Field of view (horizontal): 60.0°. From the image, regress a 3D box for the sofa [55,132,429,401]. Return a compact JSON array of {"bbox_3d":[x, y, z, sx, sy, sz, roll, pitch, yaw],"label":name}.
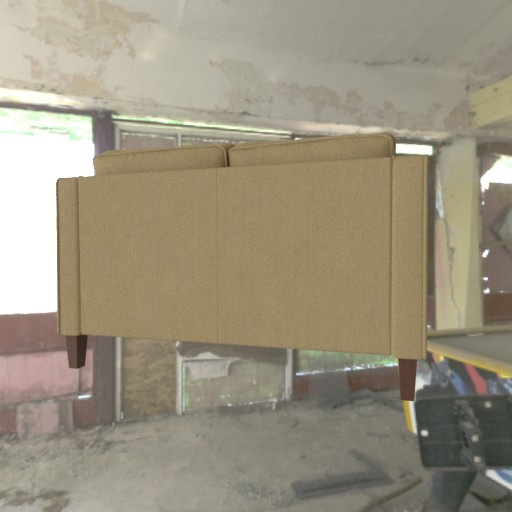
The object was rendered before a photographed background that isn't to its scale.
[{"bbox_3d":[0.000,0.000,2.145,1.501,0.971,0.987,0,1,18],"label":"sofa"}]
